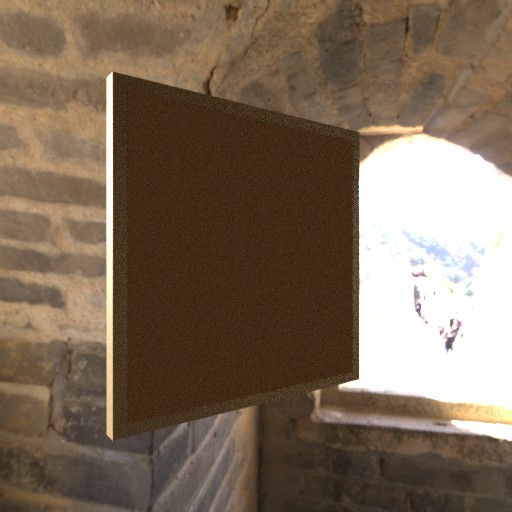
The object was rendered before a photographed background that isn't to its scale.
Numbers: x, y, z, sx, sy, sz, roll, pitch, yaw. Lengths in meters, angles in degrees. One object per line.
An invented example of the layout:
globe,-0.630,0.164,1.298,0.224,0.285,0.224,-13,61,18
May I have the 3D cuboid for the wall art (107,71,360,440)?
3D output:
wall art,0.000,0.000,2.922,1.926,1.926,0.099,0,0,-36
